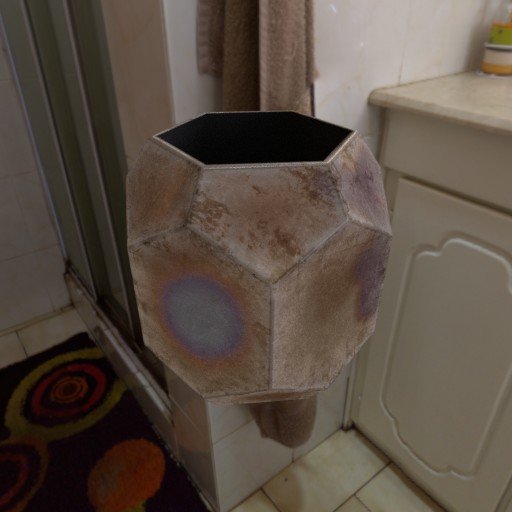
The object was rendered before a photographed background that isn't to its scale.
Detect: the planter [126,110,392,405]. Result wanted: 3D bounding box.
[{"bbox_3d":[0.000,0.000,0.428,0.243,0.238,0.221,-20,37,-29],"label":"planter"}]
